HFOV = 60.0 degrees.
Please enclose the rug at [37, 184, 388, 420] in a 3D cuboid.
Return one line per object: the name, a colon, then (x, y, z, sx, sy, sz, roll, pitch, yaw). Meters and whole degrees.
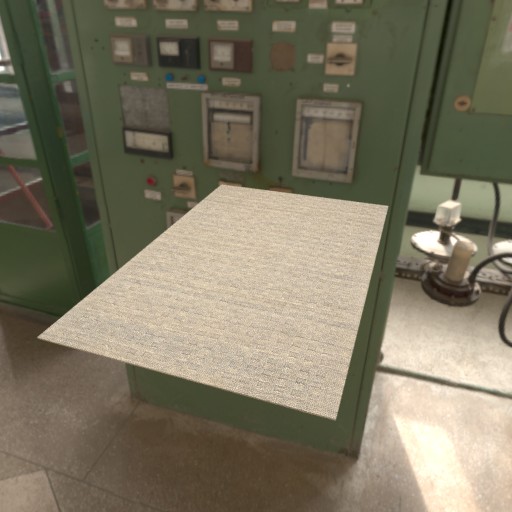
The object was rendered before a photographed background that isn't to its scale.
rug: (0.000, 0.000, 2.237, 1.142, 0.006, 1.752, 10, 31, 17)
